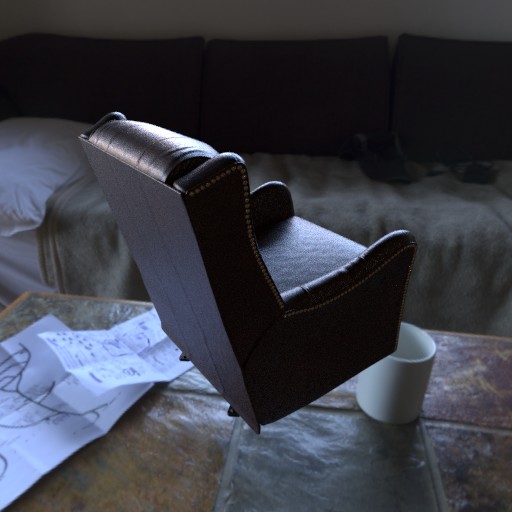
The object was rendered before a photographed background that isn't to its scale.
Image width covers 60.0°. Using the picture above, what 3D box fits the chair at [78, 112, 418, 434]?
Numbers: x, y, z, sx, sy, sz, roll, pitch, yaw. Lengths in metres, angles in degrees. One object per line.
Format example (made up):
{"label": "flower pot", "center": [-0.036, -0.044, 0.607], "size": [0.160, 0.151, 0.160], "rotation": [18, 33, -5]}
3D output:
{"label": "chair", "center": [0.000, 0.000, 1.786], "size": [1.008, 1.084, 0.869], "rotation": [-18, 32, -32]}
